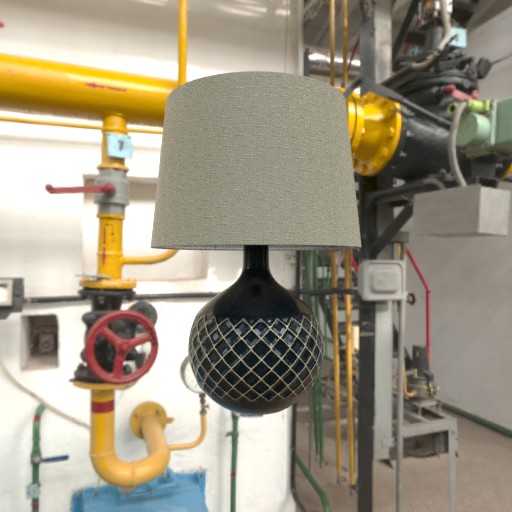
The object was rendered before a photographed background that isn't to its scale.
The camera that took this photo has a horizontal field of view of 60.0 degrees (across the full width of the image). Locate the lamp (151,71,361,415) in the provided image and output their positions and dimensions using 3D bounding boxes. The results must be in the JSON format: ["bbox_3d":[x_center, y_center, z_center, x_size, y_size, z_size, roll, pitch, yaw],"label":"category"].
[{"bbox_3d":[0.000,0.000,0.810,0.376,0.540,0.376,0,-1,0],"label":"lamp"}]
